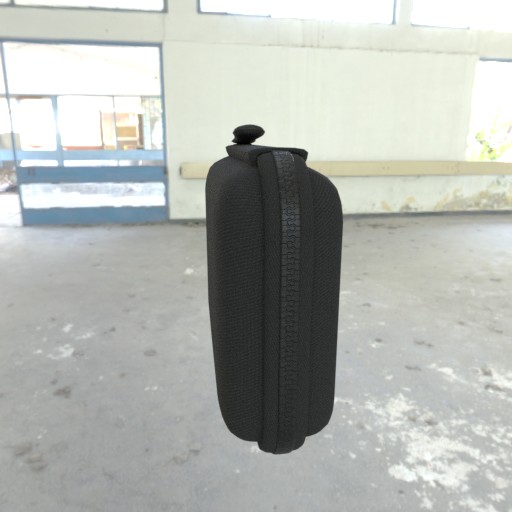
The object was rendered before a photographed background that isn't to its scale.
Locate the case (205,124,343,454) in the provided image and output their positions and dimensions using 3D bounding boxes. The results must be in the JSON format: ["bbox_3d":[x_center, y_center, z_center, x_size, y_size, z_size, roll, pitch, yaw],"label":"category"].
[{"bbox_3d":[0.000,0.000,0.181,0.038,0.105,0.132,-2,15,-8],"label":"case"}]
